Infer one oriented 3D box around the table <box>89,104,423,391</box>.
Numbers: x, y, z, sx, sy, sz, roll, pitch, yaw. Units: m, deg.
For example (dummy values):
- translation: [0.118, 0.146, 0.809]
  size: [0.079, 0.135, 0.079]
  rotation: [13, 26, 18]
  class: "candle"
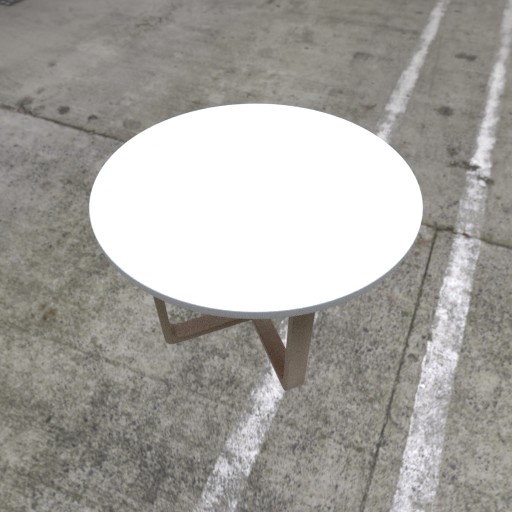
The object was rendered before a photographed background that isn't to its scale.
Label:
- translation: [0.000, 0.000, 0.966]
  size: [0.600, 0.400, 0.600]
  rotation: [0, 46, 0]
  class: "table"
